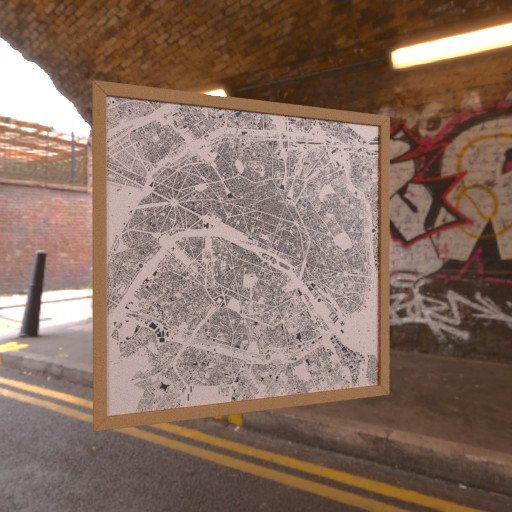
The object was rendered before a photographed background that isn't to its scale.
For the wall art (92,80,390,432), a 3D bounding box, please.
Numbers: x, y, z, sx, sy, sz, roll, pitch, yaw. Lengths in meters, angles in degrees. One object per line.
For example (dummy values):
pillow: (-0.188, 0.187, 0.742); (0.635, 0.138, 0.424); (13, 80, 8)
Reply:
wall art: (0.000, 0.000, 1.102); (0.761, 0.761, 0.037); (0, 0, -19)
